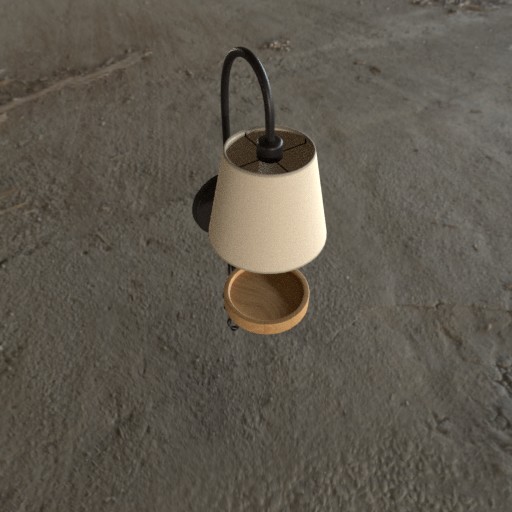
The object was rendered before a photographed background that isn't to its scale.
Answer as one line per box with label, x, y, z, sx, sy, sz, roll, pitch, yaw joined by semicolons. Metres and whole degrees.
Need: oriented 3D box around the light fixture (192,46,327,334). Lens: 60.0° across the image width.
light fixture;0.000;0.000;0.926;0.220;0.821;0.299;-25;51;-22
